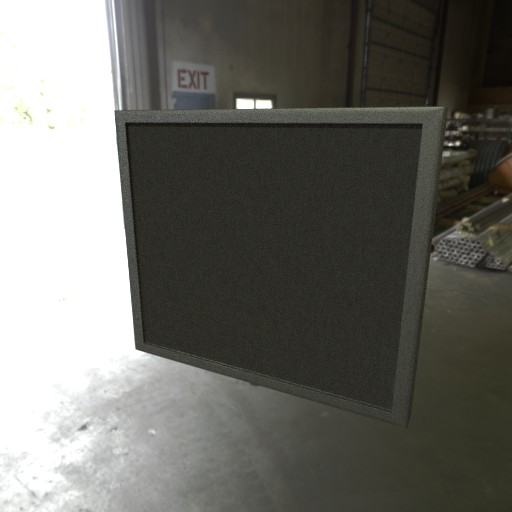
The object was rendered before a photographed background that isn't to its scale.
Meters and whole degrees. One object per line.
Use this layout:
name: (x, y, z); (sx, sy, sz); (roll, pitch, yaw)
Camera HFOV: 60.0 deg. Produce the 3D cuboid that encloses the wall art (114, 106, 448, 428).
wall art: (0.000, 0.000, 0.524); (0.380, 0.330, 0.028); (8, 19, 26)
